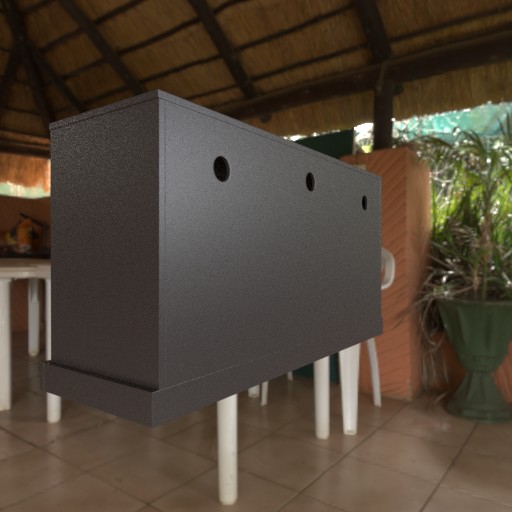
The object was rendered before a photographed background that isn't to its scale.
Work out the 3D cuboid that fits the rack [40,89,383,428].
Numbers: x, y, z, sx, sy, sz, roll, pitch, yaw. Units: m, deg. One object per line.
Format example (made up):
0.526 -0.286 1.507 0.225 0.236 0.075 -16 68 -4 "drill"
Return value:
0.000 0.000 1.427 0.399 0.635 1.206 0 0 36 "rack"
